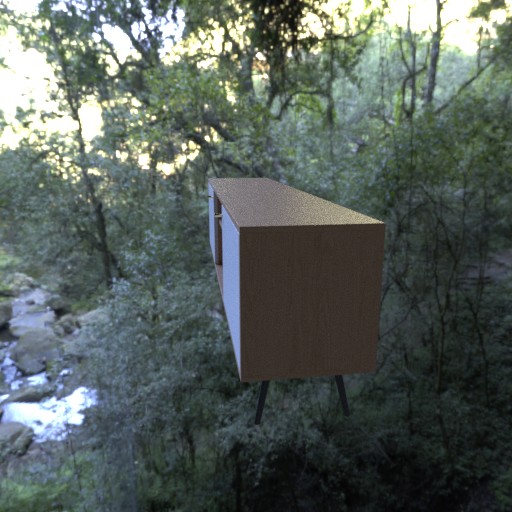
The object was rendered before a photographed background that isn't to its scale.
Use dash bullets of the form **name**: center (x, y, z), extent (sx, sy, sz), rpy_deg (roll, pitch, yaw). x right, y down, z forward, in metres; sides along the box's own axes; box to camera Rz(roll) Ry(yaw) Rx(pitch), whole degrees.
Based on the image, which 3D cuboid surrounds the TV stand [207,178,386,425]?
- **TV stand**: center (0.000, 0.000, 2.000), extent (0.400, 0.580, 1.760), rpy_deg (-2, 14, -8)
